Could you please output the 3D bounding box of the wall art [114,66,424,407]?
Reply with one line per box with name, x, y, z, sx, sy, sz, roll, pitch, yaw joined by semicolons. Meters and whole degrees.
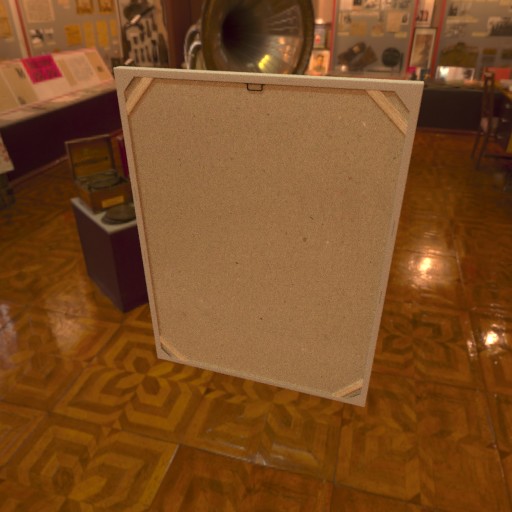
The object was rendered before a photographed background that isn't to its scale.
wall art;0.000;0.000;1.578;0.914;1.212;0.038;9;32;15
